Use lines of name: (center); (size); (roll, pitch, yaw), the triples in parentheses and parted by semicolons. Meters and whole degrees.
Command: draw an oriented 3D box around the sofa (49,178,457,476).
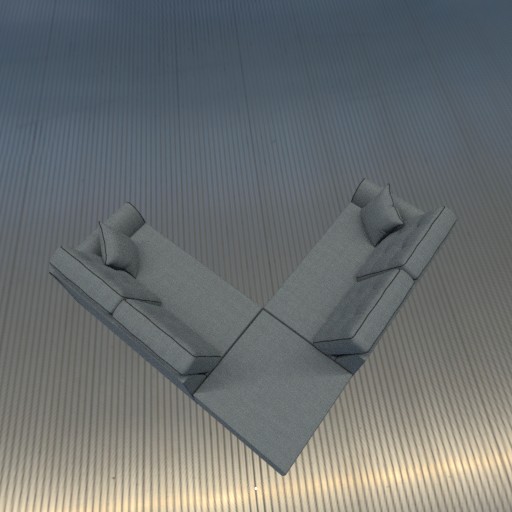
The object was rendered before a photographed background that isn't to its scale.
sofa: (0.000, 0.000, 3.264); (2.070, 0.988, 2.068); (35, 68, 17)
